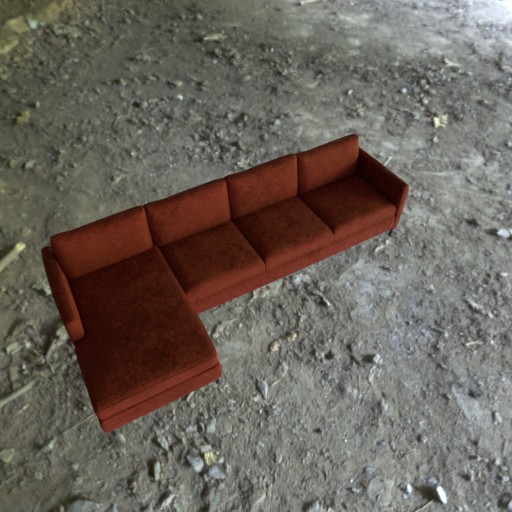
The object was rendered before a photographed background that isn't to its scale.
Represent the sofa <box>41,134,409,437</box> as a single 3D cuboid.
[{"bbox_3d":[0.000,0.000,2.923,2.467,0.663,1.136,-23,51,-20],"label":"sofa"}]
